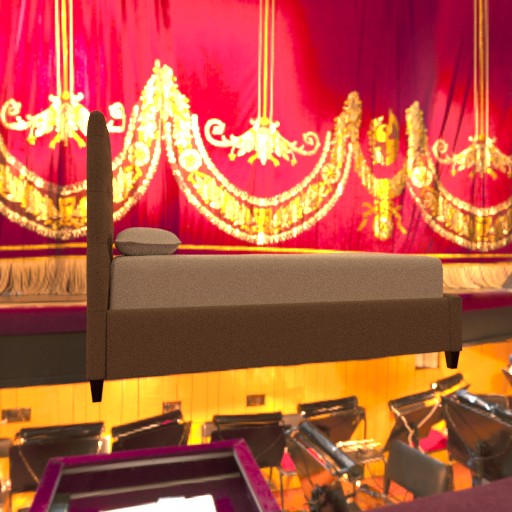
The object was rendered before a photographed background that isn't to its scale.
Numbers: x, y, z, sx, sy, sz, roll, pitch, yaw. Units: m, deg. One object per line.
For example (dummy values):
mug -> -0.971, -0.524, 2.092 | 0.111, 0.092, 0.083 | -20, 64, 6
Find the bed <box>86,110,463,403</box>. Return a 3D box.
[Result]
bed -> 0.000, 0.000, 3.260 | 2.233, 1.426, 1.696 | 0, 0, -17
